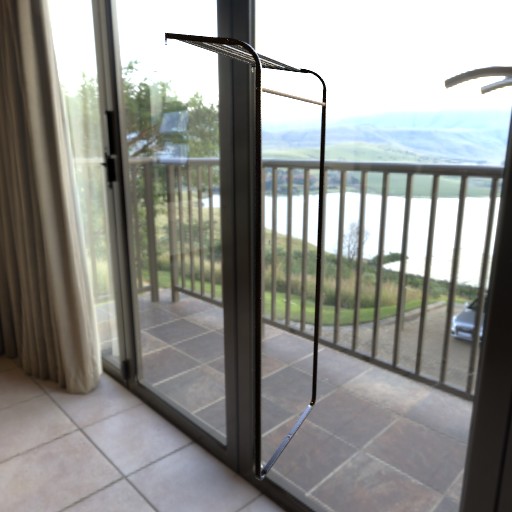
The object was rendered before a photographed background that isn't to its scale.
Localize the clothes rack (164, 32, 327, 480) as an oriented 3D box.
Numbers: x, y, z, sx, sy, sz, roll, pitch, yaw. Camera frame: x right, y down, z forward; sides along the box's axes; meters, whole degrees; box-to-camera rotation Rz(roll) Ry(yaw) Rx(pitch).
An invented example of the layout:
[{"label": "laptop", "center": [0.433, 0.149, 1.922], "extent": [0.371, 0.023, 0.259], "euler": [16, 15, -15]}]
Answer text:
[{"label": "clothes rack", "center": [0.000, 0.000, 1.793], "extent": [0.349, 1.574, 0.609], "euler": [7, 16, 27]}]
